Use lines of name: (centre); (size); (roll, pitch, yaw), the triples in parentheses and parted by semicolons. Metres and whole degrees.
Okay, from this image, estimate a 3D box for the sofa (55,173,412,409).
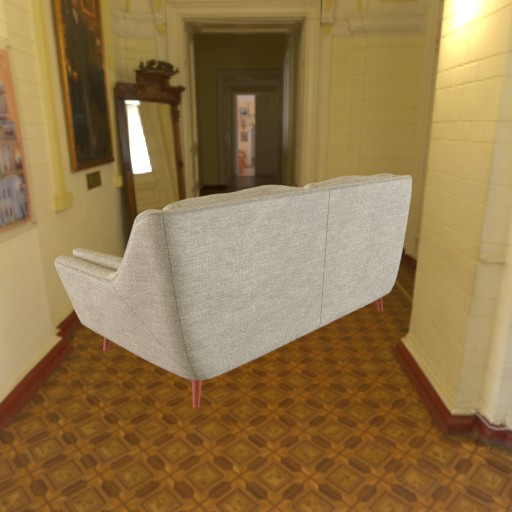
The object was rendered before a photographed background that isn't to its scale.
sofa: (0.000, 0.000, 2.524); (1.930, 0.897, 0.976); (-15, 22, -42)
